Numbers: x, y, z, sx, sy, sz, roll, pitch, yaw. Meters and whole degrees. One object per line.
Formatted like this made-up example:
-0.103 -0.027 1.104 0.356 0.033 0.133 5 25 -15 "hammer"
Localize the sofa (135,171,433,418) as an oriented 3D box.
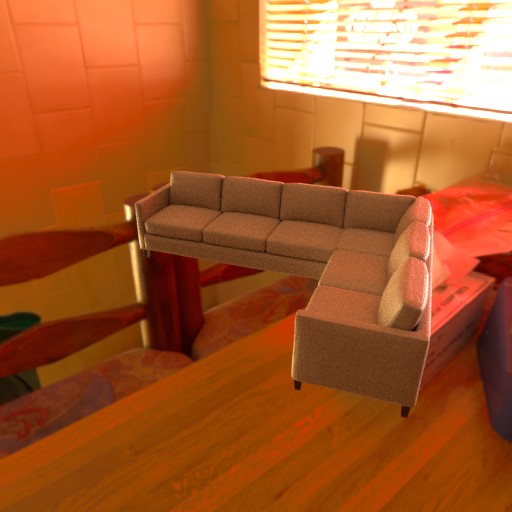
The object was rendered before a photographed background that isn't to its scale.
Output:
0.000 0.000 4.523 3.333 0.934 2.522 9 29 18 "sofa"
